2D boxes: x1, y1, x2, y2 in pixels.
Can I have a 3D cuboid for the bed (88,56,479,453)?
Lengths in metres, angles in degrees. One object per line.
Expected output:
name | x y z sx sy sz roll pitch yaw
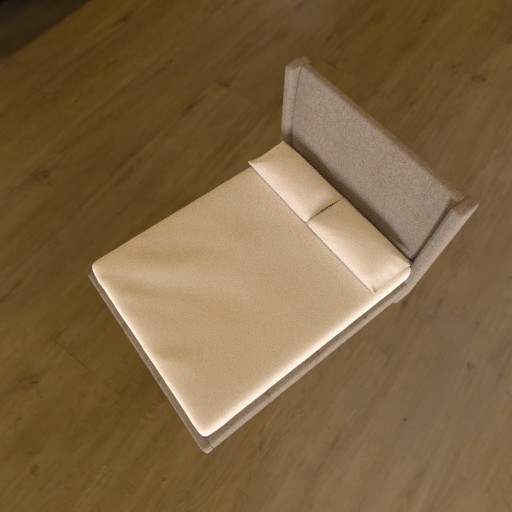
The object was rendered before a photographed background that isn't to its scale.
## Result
bed | 0.000 0.000 3.414 2.245 1.476 1.714 -34 68 -16
